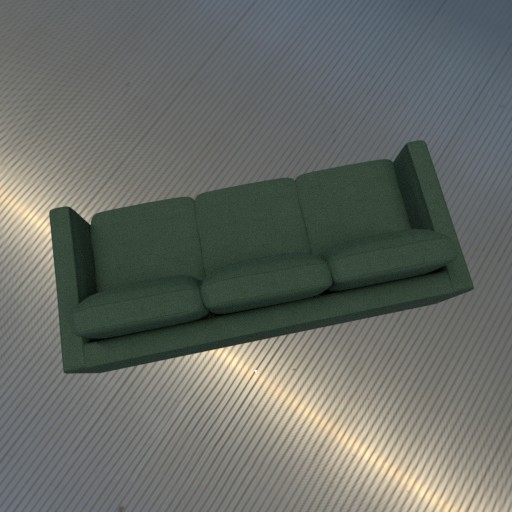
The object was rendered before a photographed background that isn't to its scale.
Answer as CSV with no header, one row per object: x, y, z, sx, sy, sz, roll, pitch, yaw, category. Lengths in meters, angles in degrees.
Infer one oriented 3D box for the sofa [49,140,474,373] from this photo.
0.000,0.000,2.459,2.029,0.899,0.879,-11,76,-3,sofa
